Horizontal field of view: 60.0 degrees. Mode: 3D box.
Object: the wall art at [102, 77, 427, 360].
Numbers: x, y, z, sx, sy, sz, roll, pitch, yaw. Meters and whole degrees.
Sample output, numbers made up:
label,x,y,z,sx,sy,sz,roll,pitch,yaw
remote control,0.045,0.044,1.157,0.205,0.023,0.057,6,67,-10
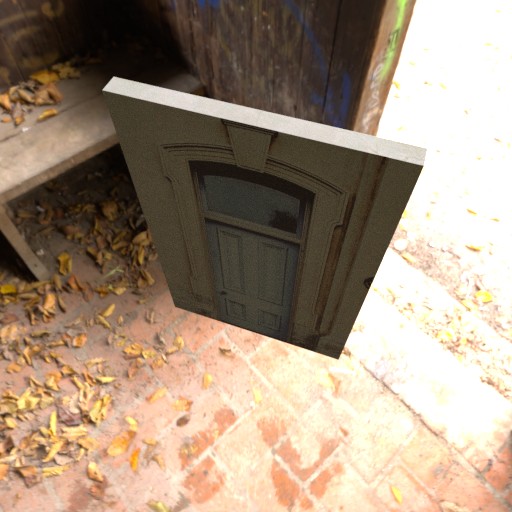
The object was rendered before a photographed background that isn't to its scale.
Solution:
label,x,y,z,sx,sy,sz,roll,pitch,yaw
wall art,0.000,0.000,0.991,0.508,0.764,0.038,16,58,10
